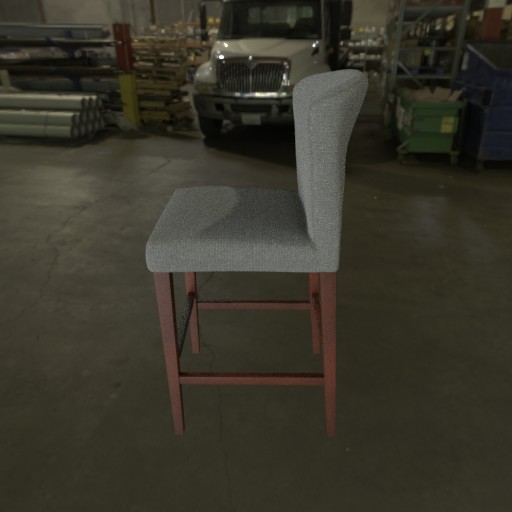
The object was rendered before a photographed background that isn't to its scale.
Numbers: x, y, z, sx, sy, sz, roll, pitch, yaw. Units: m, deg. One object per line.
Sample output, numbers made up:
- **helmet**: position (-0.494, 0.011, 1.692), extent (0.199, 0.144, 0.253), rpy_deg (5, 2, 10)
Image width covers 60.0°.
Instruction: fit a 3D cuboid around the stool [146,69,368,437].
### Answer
- **stool**: position (0.000, 0.000, 1.382), extent (0.568, 1.069, 0.486), rpy_deg (0, 26, 0)
